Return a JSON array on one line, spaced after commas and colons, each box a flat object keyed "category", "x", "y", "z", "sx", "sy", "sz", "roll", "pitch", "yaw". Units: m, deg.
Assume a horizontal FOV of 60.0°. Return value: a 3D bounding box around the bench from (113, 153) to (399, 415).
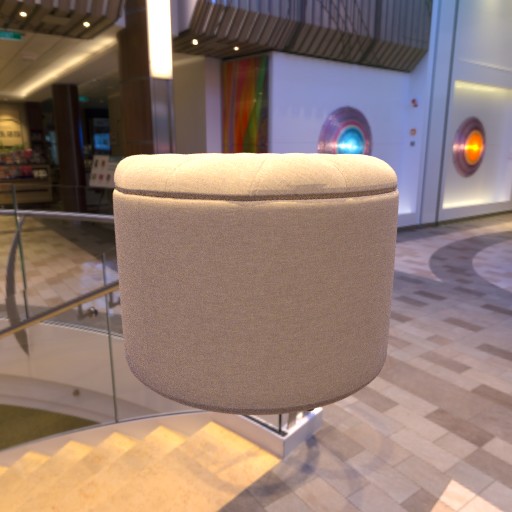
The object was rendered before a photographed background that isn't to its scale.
[{"category": "bench", "x": 0.000, "y": 0.000, "z": 1.005, "sx": 0.600, "sy": 0.454, "sz": 0.600, "roll": 0, "pitch": 13, "yaw": 0}]
